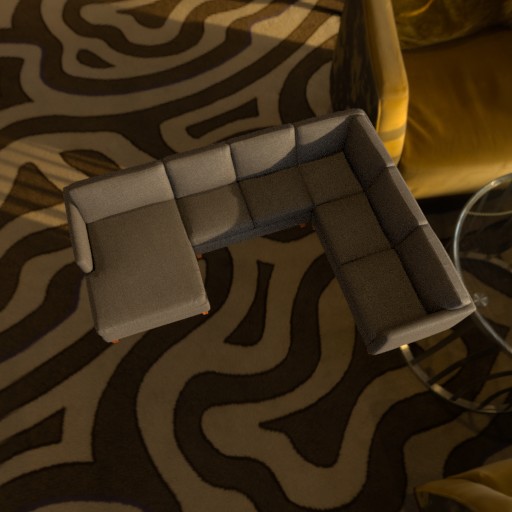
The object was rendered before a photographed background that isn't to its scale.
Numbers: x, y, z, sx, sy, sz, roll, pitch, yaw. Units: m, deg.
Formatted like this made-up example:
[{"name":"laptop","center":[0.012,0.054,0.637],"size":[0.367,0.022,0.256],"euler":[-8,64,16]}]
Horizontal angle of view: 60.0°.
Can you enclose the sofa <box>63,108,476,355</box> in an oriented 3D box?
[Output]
[{"name":"sofa","center":[0.000,0.000,4.570],"size":[3.460,0.961,2.594],"euler":[-17,66,-8]}]
